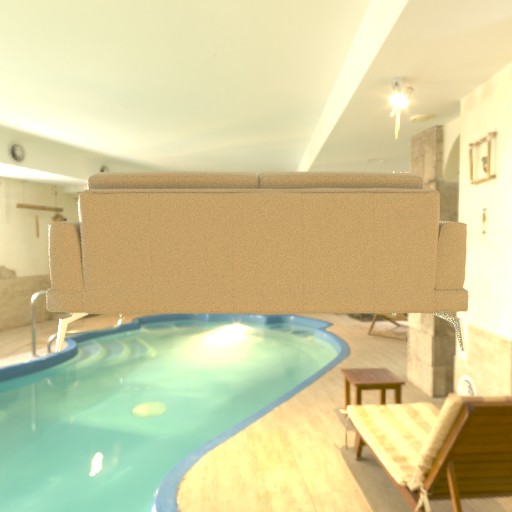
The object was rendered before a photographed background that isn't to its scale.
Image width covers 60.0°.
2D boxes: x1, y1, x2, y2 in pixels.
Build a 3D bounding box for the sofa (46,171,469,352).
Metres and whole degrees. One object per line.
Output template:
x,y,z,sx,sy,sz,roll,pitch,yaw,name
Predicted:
0.000,0.000,2.737,2.177,0.930,1.121,0,2,0,sofa
